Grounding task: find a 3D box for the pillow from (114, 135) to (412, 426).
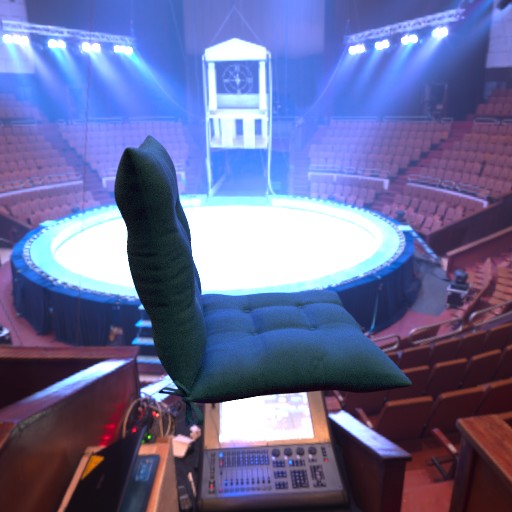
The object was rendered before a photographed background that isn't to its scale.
[{"bbox_3d":[0.000,0.000,1.043,0.585,0.536,0.541,-3,17,-8],"label":"pillow"}]
